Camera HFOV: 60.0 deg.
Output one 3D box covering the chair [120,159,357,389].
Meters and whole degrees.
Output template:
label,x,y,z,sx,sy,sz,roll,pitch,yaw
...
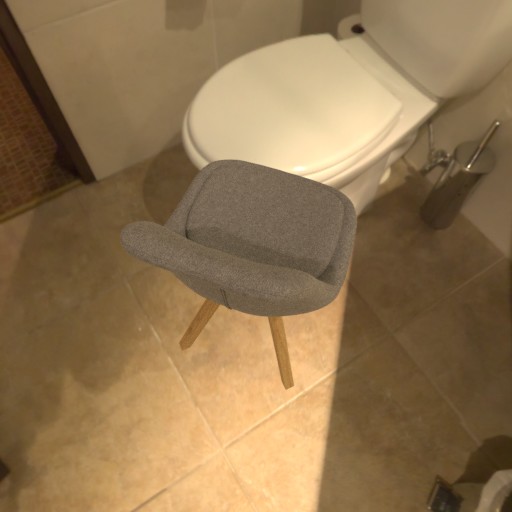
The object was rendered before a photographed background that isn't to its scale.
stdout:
label,x,y,z,sx,sy,sz,roll,pitch,yaw
chair,0.000,0.000,1.205,0.483,0.865,0.550,18,64,9
